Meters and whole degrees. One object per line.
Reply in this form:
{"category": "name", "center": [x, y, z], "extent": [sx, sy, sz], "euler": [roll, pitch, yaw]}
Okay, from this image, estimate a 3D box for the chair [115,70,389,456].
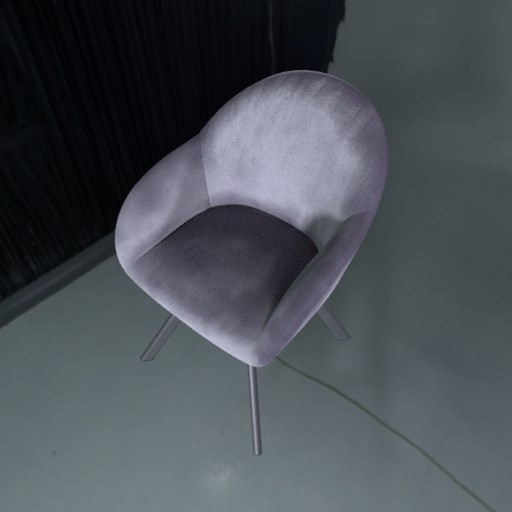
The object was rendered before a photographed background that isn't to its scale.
{"category": "chair", "center": [0.000, 0.000, 1.189], "extent": [0.550, 0.795, 0.590], "euler": [30, 53, 26]}
